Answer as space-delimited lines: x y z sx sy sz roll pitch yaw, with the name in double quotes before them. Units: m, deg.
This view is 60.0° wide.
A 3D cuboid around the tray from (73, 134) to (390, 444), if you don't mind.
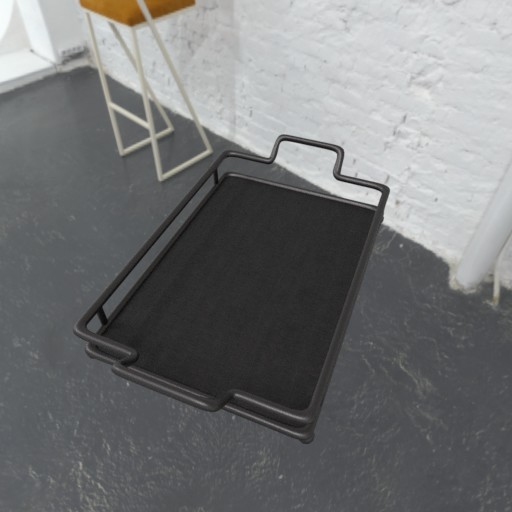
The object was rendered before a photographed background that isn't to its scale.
"tray" 0.000 0.000 0.619 0.297 0.101 0.495 16 47 16
